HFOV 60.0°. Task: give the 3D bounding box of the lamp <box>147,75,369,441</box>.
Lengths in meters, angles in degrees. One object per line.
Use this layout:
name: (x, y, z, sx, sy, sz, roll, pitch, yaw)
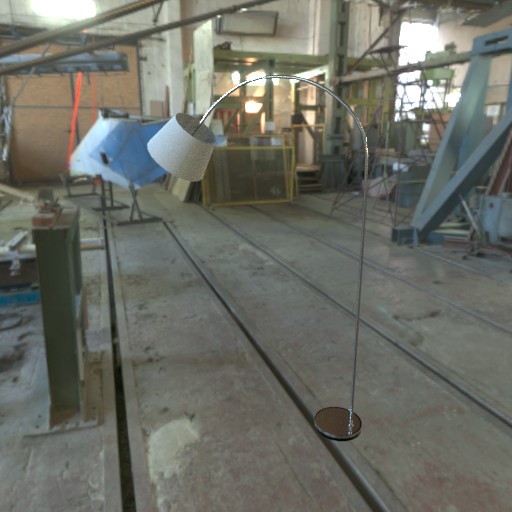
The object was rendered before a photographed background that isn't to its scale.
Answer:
lamp: (0.000, 0.000, 2.769, 1.445, 2.098, 0.406, 7, 17, 25)
